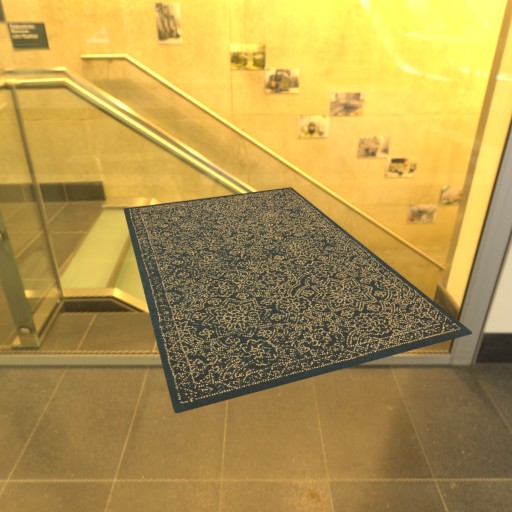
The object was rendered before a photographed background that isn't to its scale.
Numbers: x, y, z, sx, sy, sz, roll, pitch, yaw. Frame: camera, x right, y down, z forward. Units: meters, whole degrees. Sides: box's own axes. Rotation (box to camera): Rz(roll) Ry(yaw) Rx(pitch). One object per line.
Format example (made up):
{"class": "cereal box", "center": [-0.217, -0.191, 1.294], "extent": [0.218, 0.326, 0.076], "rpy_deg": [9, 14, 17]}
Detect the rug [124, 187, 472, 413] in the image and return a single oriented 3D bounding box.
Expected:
{"class": "rug", "center": [0.000, 0.000, 2.374], "extent": [1.219, 0.010, 1.829], "rpy_deg": [-10, 30, -17]}
